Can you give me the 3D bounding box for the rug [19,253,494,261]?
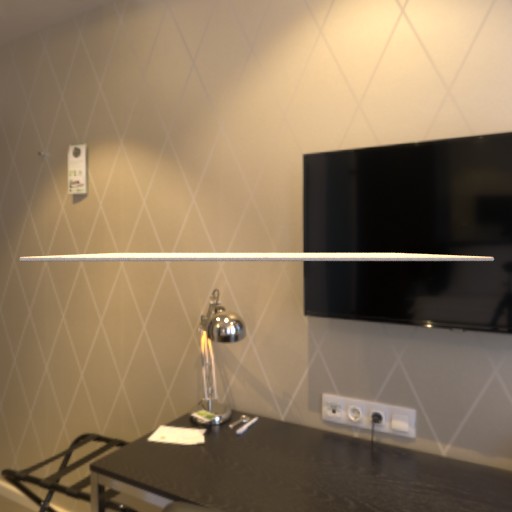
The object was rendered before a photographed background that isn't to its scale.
[{"bbox_3d":[0.000,0.000,2.313,1.828,0.015,1.222,0,1,0],"label":"rug"}]
